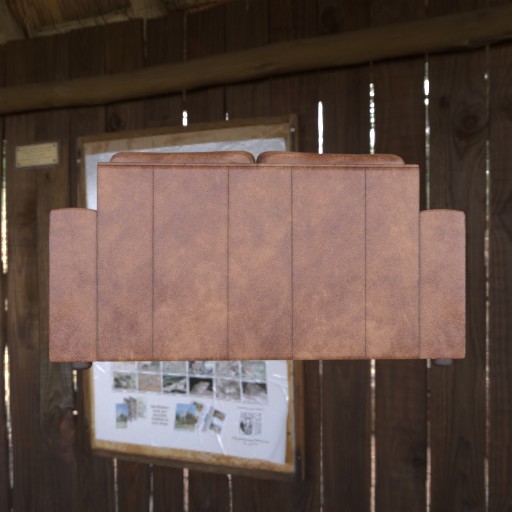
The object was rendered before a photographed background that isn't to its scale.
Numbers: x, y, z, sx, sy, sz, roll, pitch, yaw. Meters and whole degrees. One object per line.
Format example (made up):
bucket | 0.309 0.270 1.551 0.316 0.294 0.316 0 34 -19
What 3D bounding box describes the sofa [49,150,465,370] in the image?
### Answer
sofa | 0.000 0.000 2.220 1.626 0.889 1.041 0 0 -2
